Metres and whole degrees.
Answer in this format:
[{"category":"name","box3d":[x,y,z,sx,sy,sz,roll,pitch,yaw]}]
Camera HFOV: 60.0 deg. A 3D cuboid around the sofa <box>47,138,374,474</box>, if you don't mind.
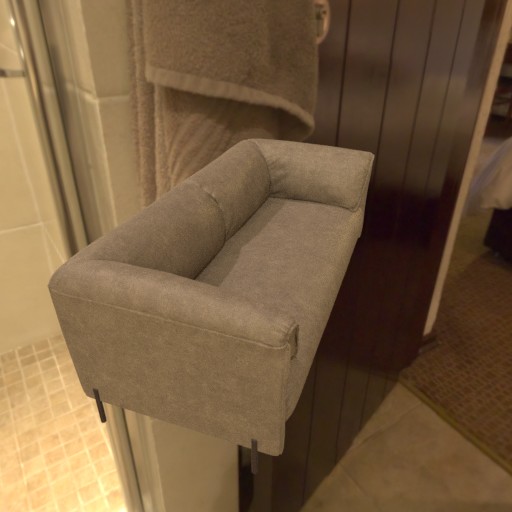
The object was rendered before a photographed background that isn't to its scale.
[{"category":"sofa","box3d":[0.000,0.000,2.308,0.905,0.747,1.878,10,31,17]}]
